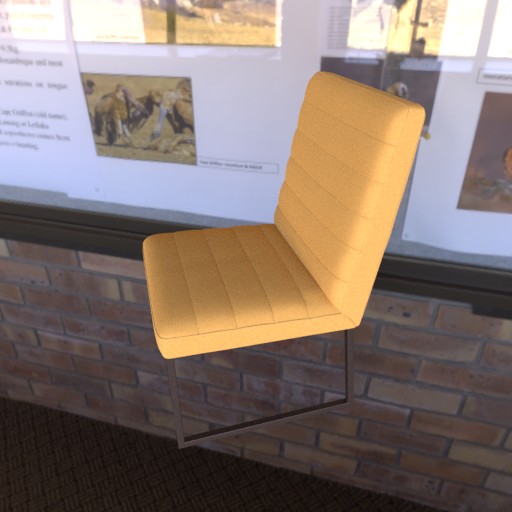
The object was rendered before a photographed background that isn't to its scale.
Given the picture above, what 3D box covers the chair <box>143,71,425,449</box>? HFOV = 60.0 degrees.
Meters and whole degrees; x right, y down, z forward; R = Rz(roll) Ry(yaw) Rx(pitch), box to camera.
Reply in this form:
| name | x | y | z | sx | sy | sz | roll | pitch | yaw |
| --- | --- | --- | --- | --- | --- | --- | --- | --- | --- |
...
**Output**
| name | x | y | z | sx | sy | sz | roll | pitch | yaw |
| --- | --- | --- | --- | --- | --- | --- | --- | --- | --- |
| chair | 0.000 | 0.000 | 1.299 | 0.634 | 0.930 | 0.520 | -9 | 32 | -14 |
